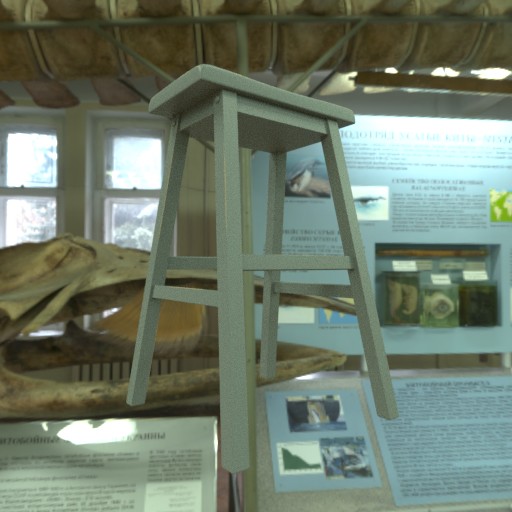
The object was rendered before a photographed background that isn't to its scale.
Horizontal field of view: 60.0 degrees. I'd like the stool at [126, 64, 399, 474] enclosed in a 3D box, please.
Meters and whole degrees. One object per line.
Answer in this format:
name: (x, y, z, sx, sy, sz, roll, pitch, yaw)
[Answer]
stool: (0.000, 0.000, 1.068, 0.457, 0.737, 0.476, 1, -1, -37)
